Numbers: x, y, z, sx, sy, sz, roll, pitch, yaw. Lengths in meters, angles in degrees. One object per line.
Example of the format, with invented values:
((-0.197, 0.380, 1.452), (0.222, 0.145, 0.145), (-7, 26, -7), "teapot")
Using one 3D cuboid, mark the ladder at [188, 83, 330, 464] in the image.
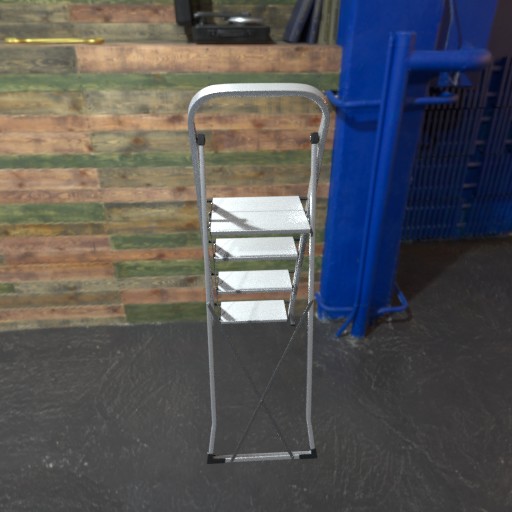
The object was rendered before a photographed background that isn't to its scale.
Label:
((0.000, 0.000, 1.685), (0.465, 1.290, 0.830), (-2, 30, -3), "ladder")
